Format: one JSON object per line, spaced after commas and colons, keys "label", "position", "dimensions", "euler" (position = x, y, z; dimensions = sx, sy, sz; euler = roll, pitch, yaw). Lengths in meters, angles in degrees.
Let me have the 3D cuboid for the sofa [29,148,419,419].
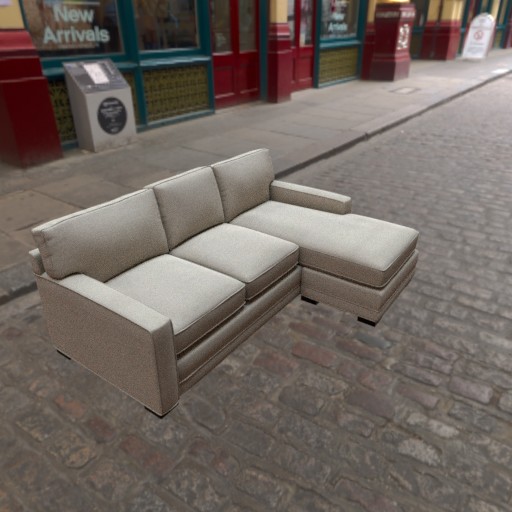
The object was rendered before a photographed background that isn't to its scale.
{"label": "sofa", "position": [0.000, 0.000, 2.823], "dimensions": [1.496, 0.861, 2.087], "euler": [18, 33, 31]}
